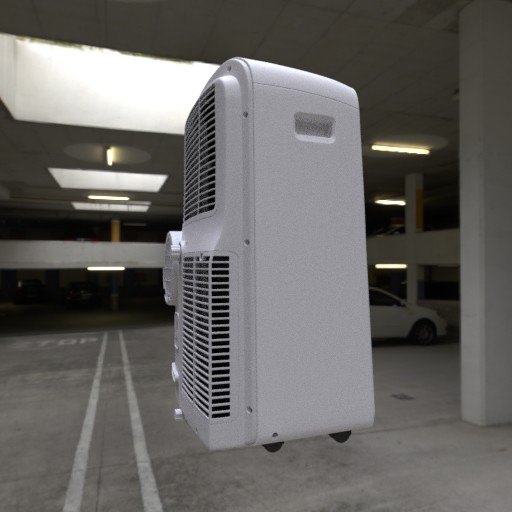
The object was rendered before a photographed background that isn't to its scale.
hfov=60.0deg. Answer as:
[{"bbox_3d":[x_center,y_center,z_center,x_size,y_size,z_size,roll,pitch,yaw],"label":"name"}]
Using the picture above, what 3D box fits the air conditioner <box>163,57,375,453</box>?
[{"bbox_3d":[0.000,0.000,0.965,0.365,0.700,0.454,0,-1,-18],"label":"air conditioner"}]
